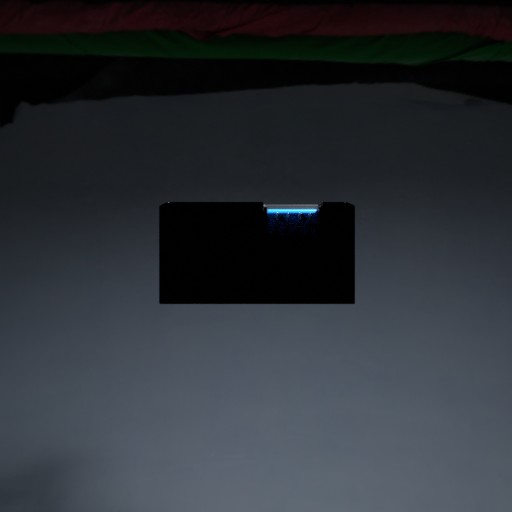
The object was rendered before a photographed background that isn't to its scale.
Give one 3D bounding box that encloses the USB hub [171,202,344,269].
[{"bbox_3d":[0.000,0.000,0.130,0.044,0.023,0.110,0,-1,0],"label":"USB hub"}]
